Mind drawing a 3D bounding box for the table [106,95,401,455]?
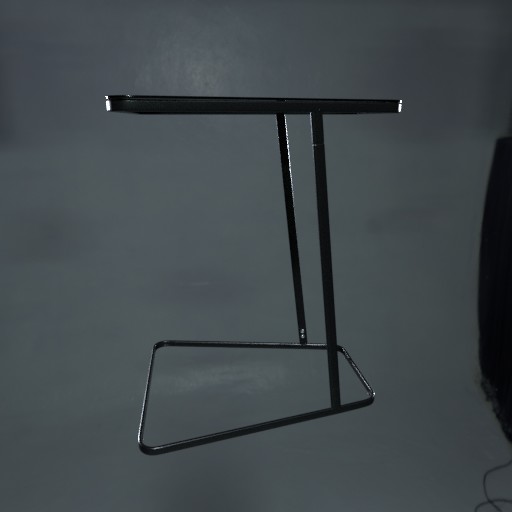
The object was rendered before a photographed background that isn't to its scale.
[{"bbox_3d":[0.000,0.000,0.948,0.500,0.624,0.427,-2,17,-8],"label":"table"}]
